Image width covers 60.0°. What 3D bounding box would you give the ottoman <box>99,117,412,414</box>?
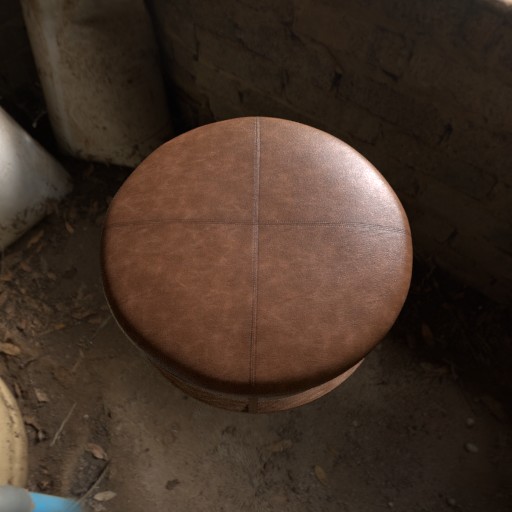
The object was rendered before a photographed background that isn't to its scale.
[{"bbox_3d":[0.000,0.000,1.559,1.006,0.445,1.006,0,62,0],"label":"ottoman"}]
